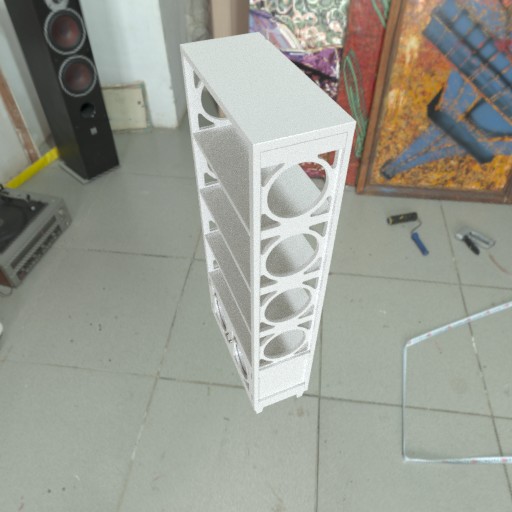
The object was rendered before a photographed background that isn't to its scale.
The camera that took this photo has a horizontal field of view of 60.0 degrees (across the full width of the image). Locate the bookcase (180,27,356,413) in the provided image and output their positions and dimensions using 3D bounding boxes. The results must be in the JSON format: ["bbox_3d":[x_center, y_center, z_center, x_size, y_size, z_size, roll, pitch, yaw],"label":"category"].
[{"bbox_3d":[0.000,0.000,2.174,0.361,1.869,0.761,-17,49,-15],"label":"bookcase"}]
